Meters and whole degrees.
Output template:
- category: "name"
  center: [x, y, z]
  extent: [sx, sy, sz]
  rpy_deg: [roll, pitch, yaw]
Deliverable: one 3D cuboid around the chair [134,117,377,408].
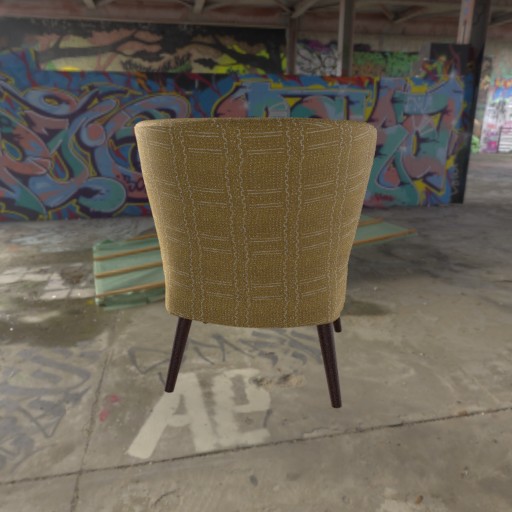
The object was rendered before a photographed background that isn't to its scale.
- category: "chair"
  center: [0.000, 0.000, 1.461]
  extent: [0.706, 0.866, 0.758]
  rpy_deg: [3, 17, 8]
